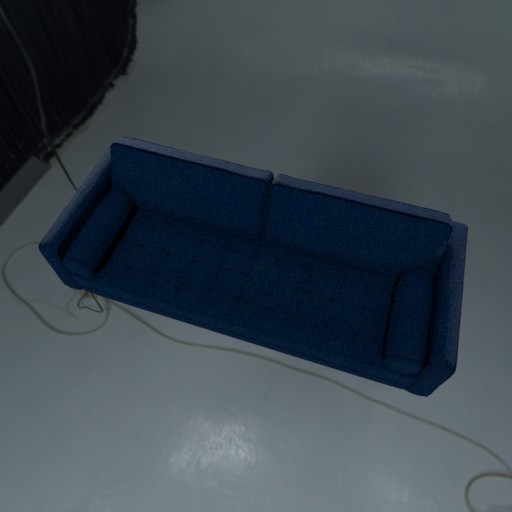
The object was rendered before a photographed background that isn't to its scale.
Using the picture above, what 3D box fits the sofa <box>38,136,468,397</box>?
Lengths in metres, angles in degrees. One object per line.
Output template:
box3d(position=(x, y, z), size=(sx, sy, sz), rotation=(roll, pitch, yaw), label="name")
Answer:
box3d(position=(0.000, 0.000, 2.577), size=(2.210, 0.762, 0.914), rotation=(15, 58, 10), label="sofa")
